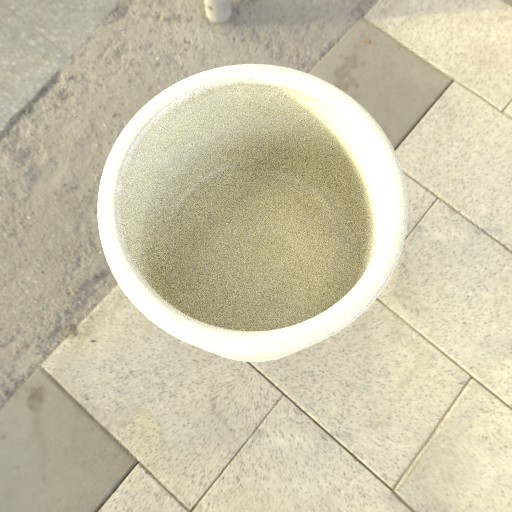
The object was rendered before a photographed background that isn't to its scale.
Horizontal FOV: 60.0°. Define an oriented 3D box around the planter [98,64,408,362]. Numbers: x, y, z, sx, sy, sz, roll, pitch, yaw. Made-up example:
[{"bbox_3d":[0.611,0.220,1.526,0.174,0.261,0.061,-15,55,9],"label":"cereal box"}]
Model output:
[{"bbox_3d":[0.000,0.000,0.692,0.333,0.483,0.324,37,79,9],"label":"planter"}]
